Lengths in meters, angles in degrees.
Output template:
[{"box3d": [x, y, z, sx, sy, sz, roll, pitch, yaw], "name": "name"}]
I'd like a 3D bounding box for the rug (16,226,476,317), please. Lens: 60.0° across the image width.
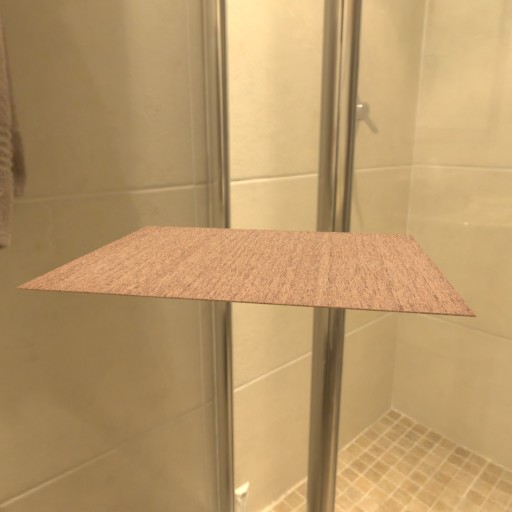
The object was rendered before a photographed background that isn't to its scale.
[{"box3d": [0.000, 0.000, 4.193, 3.205, 0.013, 2.448, 2, 15, 9], "name": "rug"}]
